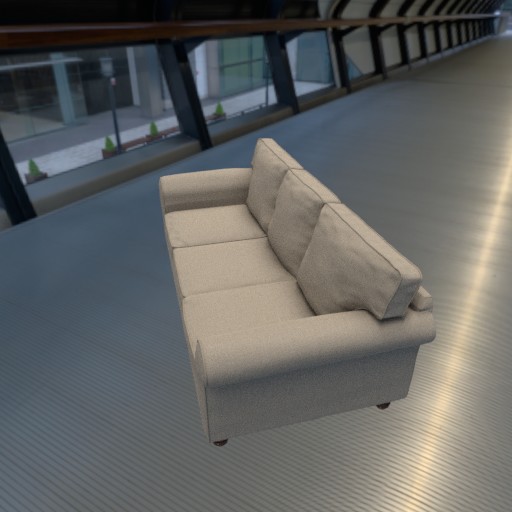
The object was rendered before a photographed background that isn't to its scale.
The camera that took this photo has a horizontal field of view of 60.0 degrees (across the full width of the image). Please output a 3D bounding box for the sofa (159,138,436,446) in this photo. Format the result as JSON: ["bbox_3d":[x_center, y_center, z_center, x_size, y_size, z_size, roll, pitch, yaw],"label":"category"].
[{"bbox_3d":[0.000,0.000,2.663,0.998,0.889,2.118,-8,31,-13],"label":"sofa"}]
